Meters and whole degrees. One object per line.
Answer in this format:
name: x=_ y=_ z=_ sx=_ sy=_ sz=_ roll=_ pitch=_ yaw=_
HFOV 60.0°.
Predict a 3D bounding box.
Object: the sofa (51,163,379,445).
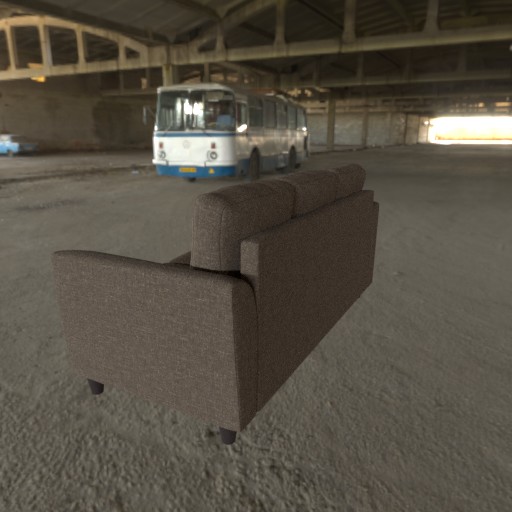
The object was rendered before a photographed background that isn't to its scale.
sofa: x=0.000 y=0.000 z=2.326 sx=0.837 sy=0.891 sz=1.847 roll=8 pitch=18 yaw=27
